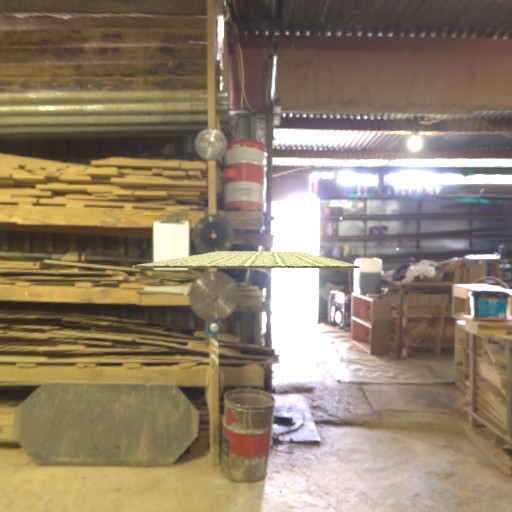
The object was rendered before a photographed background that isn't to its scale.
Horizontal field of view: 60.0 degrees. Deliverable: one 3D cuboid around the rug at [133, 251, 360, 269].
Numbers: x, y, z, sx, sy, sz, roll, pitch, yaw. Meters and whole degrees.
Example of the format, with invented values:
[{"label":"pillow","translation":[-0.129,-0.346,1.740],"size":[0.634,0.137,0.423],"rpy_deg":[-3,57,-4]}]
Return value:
[{"label":"rug","translation":[0.000,0.000,2.670],"size":[0.750,0.009,2.435],"rpy_deg":[0,2,2]}]
